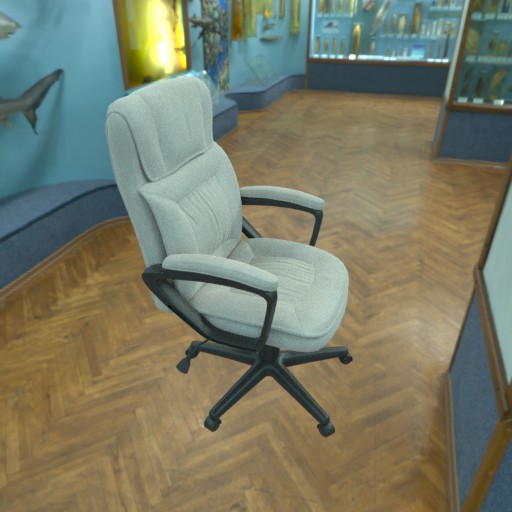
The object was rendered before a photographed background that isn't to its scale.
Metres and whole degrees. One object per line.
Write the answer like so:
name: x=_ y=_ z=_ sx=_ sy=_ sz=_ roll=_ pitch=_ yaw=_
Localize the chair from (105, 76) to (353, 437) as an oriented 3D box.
chair: x=0.000 y=0.000 z=1.533 sx=0.724 sy=1.105 sz=0.667 roll=10 pitch=32 yaw=17
